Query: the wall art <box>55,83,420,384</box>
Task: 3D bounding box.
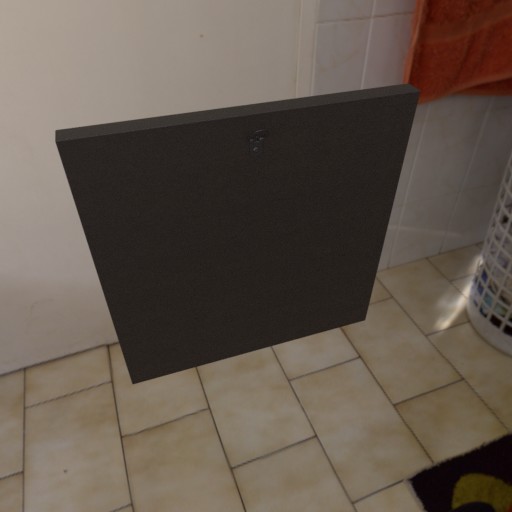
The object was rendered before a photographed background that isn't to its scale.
[{"bbox_3d":[0.000,0.000,0.521,0.349,0.349,0.038,-12,42,-14],"label":"wall art"}]
